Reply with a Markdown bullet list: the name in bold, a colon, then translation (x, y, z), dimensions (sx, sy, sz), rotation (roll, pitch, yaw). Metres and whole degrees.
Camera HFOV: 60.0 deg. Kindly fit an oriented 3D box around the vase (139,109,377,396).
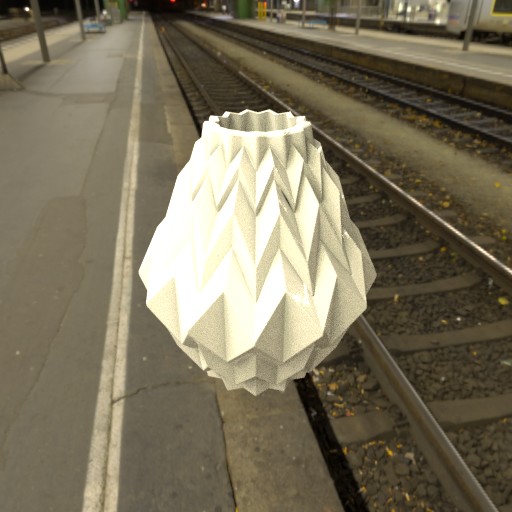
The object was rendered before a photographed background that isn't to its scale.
- **vase**: translation (0.000, 0.000, 0.308), dimensions (0.164, 0.185, 0.164), rotation (0, 30, 0)
